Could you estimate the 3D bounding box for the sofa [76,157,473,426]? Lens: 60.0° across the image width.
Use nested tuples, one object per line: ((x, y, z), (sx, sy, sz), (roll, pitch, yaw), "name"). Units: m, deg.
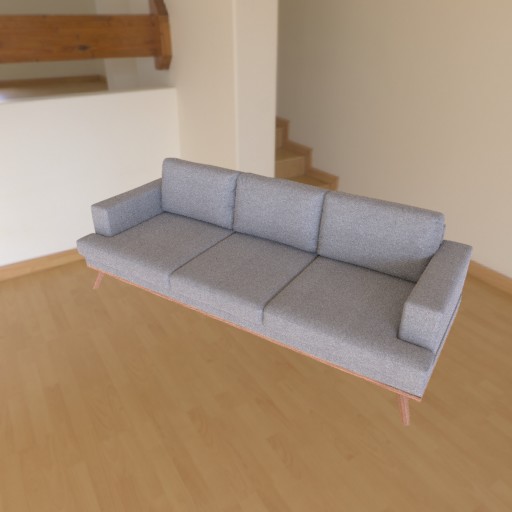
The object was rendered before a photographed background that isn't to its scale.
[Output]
((0.000, 0.000, 2.749), (2.310, 0.810, 0.920), (17, 33, 28), "sofa")
